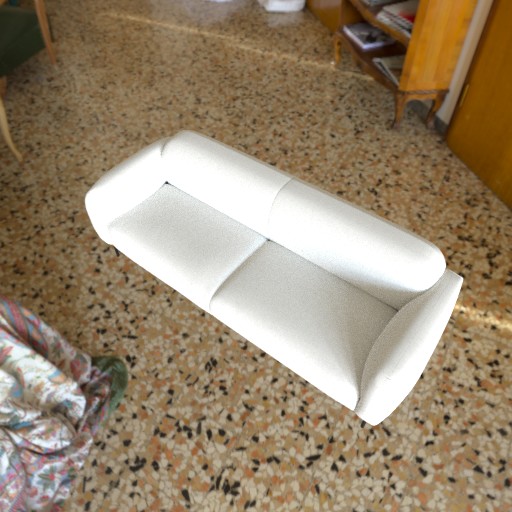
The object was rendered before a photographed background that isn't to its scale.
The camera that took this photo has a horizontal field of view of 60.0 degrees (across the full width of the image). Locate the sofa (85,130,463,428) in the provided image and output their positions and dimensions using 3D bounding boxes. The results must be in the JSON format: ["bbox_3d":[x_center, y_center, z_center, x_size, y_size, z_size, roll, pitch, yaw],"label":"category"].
[{"bbox_3d":[0.000,0.000,2.720,2.257,0.780,0.880,30,55,25],"label":"sofa"}]
